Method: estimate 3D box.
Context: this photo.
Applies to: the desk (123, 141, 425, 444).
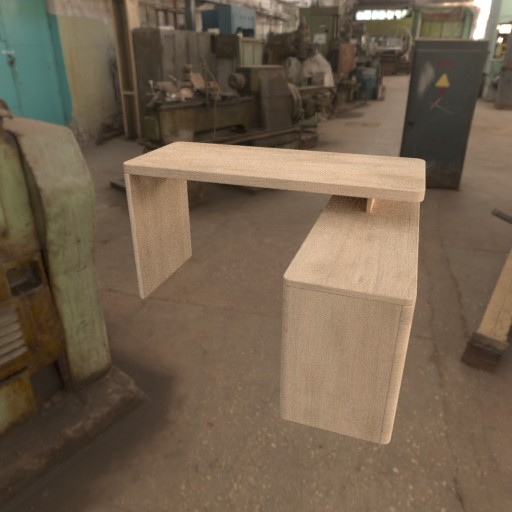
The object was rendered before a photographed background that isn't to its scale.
[{"bbox_3d":[0.000,0.000,2.104,1.400,0.770,1.175,8,27,17],"label":"desk"}]
